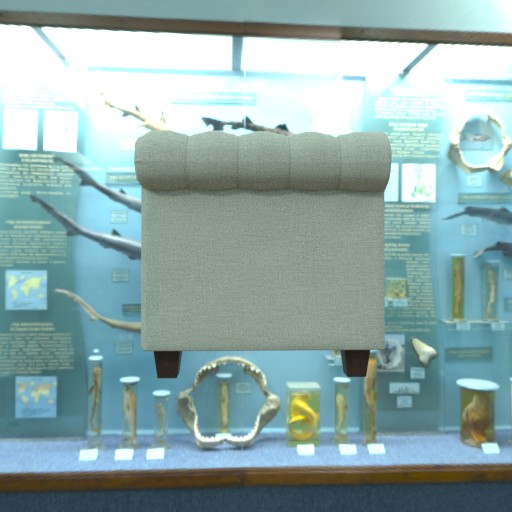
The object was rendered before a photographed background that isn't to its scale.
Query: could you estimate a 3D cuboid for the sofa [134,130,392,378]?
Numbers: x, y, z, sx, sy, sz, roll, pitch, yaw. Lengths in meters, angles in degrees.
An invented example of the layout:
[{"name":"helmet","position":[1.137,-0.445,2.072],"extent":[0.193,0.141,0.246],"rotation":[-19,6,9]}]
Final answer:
[{"name":"sofa","position":[0.000,0.000,2.200],"extent":[0.783,0.797,1.798],"rotation":[0,0,-2]}]
